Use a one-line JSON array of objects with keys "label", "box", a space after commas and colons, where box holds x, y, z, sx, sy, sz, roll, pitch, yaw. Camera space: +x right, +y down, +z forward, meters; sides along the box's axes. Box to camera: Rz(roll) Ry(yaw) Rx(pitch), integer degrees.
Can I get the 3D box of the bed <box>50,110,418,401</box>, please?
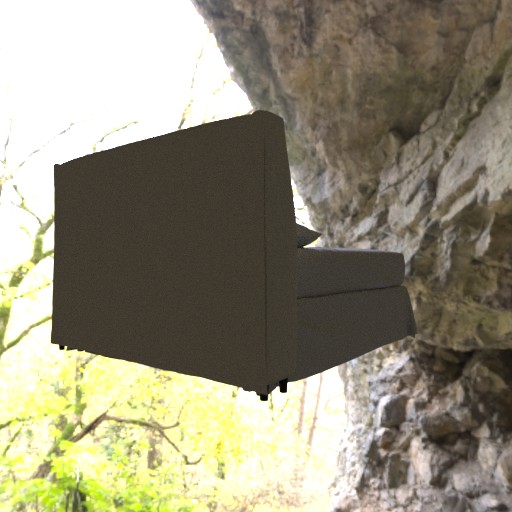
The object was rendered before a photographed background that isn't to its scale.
[{"label": "bed", "box": [0.000, 0.000, 3.425, 1.925, 1.332, 2.276, 0, 0, 38]}]
